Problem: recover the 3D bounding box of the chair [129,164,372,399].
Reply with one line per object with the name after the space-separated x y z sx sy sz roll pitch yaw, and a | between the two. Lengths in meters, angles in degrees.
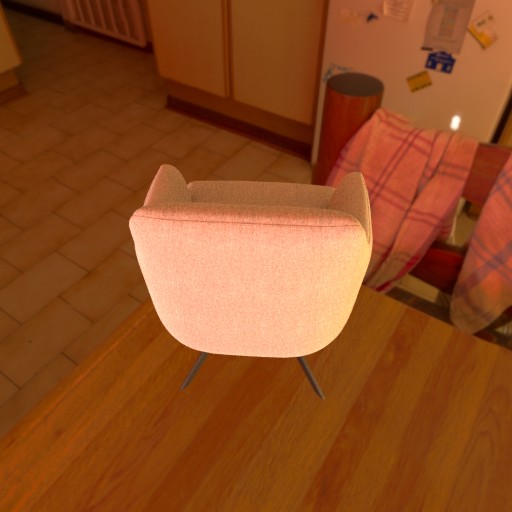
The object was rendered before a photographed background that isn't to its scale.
0.000 0.000 1.346 0.642 0.874 0.677 3 47 3 | chair
